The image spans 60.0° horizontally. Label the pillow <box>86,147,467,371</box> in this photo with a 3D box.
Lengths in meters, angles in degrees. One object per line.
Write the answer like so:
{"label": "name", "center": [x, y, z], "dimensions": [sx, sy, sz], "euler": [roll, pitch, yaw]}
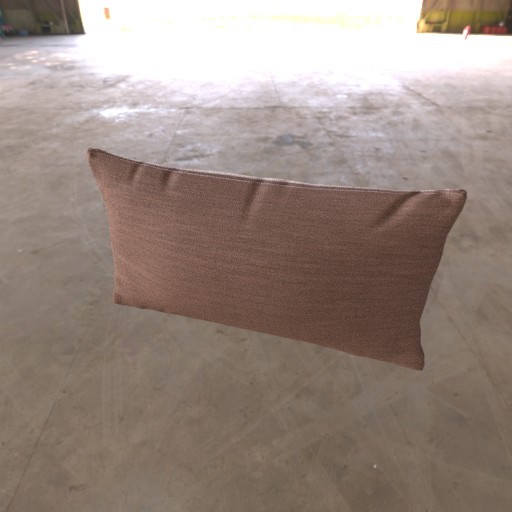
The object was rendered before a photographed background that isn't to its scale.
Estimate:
{"label": "pillow", "center": [0.000, 0.000, 0.794], "dimensions": [0.633, 0.338, 0.210], "euler": [10, 32, 15]}
